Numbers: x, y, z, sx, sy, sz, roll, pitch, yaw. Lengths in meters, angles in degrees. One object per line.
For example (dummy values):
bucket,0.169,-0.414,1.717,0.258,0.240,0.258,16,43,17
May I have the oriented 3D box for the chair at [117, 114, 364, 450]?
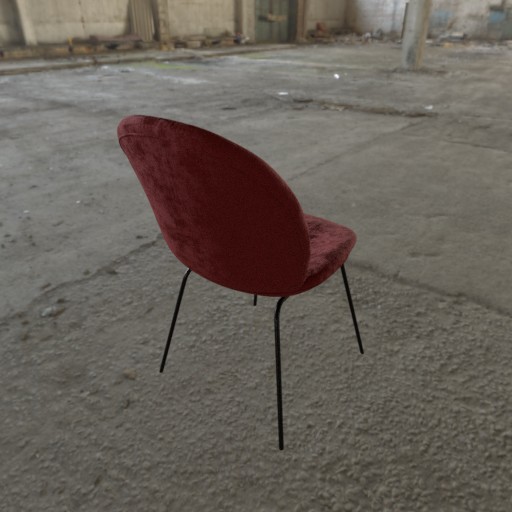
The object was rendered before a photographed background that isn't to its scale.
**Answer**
chair,0.000,0.000,1.160,0.458,0.791,0.587,20,34,33
